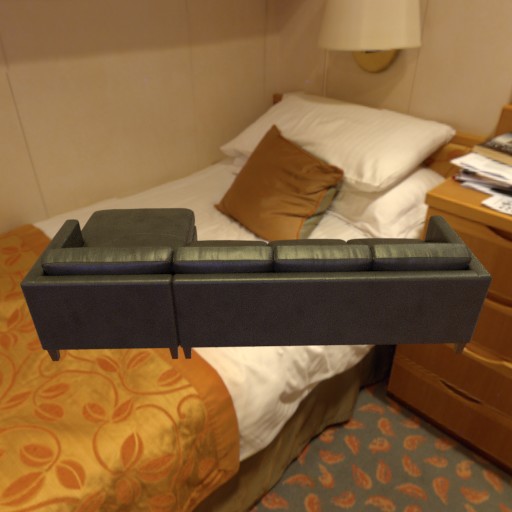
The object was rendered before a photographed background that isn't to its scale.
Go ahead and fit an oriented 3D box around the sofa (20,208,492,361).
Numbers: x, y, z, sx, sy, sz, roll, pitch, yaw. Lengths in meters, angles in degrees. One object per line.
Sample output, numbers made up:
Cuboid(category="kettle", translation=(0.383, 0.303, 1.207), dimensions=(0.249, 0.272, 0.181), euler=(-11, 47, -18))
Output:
Cuboid(category="sofa", translation=(0.000, 0.000, 3.805), dimensions=(3.203, 0.883, 1.581), euler=(-1, 32, -1))
